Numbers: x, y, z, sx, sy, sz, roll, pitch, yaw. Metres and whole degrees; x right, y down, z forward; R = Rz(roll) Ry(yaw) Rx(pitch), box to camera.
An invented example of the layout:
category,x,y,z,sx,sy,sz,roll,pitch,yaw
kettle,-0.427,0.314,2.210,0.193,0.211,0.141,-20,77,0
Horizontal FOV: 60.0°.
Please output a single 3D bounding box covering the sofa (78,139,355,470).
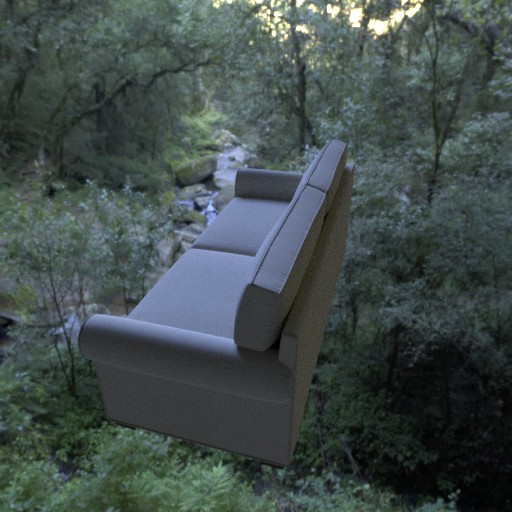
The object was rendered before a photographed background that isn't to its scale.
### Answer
category,x,y,z,sx,sy,sz,roll,pitch,yaw
sofa,0.000,0.000,2.620,0.901,0.962,2.146,8,31,14
